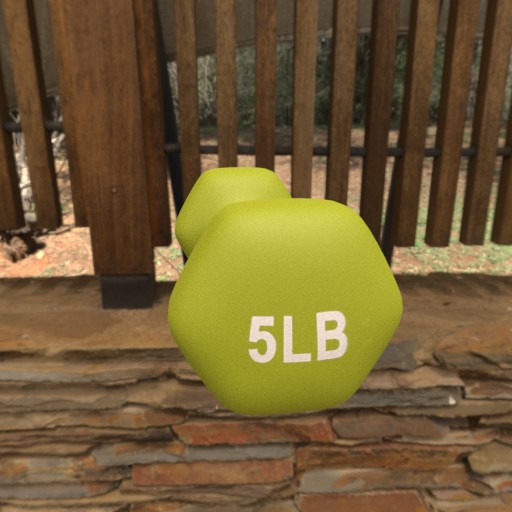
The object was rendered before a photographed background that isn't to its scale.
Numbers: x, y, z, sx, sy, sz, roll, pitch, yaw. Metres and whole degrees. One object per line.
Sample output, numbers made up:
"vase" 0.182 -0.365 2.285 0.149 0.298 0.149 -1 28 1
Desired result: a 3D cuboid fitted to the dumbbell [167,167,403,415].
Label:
"dumbbell" 0.000 0.000 0.210 0.080 0.072 0.164 -2 16 -8
